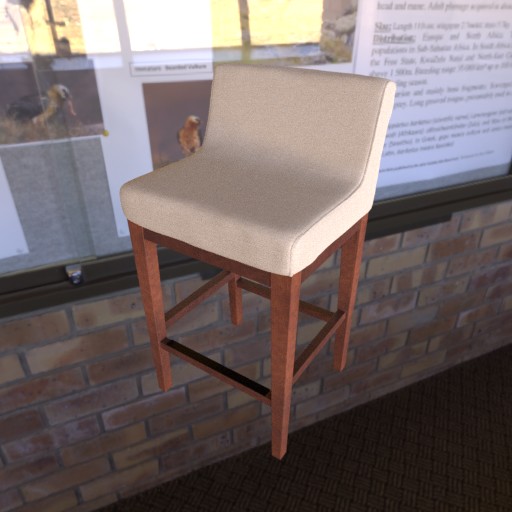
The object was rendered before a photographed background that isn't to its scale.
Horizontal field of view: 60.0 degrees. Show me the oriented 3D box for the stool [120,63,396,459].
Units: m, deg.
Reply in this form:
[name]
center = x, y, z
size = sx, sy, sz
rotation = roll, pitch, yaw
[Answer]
[stool]
center = 0.000, 0.000, 1.246
size = 0.511, 0.937, 0.500
rotation = 19, 36, 28
